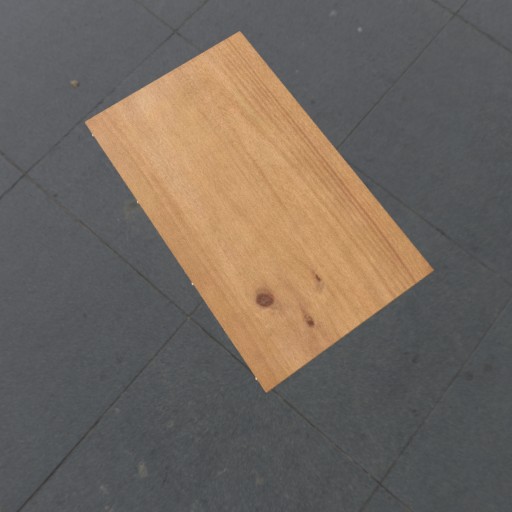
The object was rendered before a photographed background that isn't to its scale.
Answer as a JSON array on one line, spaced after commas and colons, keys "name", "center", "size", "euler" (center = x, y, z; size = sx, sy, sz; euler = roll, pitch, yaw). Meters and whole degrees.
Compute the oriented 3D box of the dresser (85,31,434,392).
[{"name": "dresser", "center": [0.000, 0.000, 1.618], "size": [0.479, 1.240, 0.761], "euler": [-34, 78, -8]}]
